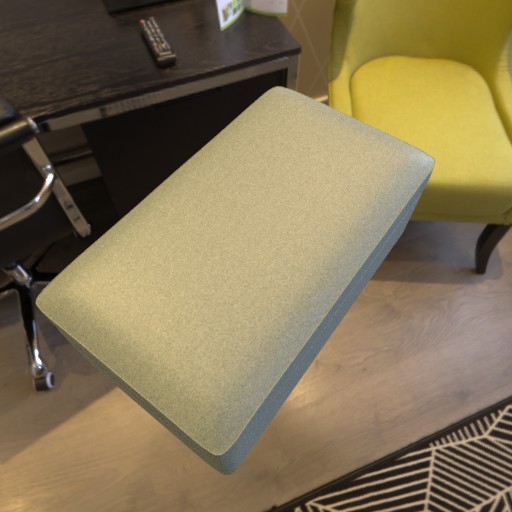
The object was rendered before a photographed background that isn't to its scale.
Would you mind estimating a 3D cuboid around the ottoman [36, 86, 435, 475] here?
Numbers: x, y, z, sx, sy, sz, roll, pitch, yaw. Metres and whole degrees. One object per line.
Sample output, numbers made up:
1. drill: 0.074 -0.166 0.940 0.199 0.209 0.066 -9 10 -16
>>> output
1. ottoman: 0.000 0.000 1.511 0.681 0.494 1.173 32 63 19
